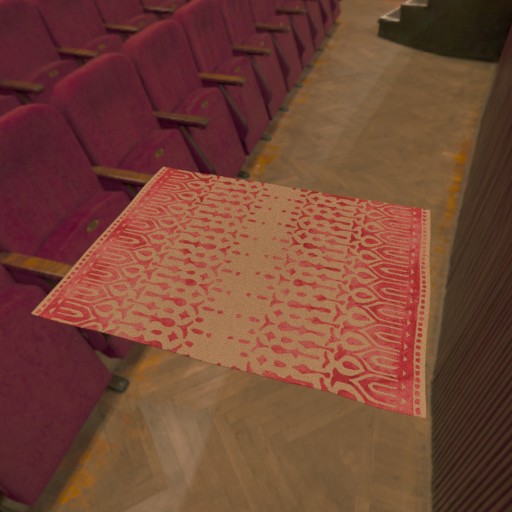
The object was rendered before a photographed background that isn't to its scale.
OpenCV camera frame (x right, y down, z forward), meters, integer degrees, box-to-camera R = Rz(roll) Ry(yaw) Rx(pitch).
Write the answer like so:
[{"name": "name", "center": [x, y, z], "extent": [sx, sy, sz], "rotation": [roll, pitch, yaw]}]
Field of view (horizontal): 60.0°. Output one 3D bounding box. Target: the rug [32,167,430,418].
[{"name": "rug", "center": [0.000, 0.000, 4.100], "extent": [3.095, 0.016, 2.441], "rotation": [12, 43, 13]}]
